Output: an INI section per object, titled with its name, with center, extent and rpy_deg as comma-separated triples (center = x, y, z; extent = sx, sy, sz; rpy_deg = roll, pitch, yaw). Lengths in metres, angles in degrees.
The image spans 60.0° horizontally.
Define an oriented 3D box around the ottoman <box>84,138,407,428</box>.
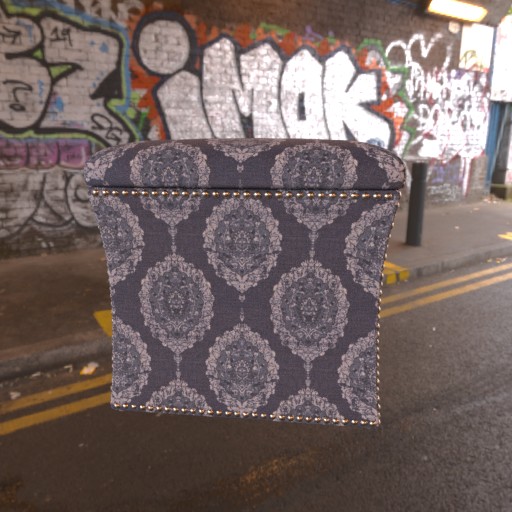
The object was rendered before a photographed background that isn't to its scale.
[ottoman]
center = 0.000, 0.000, 0.923
extent = 0.497, 0.475, 0.507
rpy_deg = 2, 14, 7
